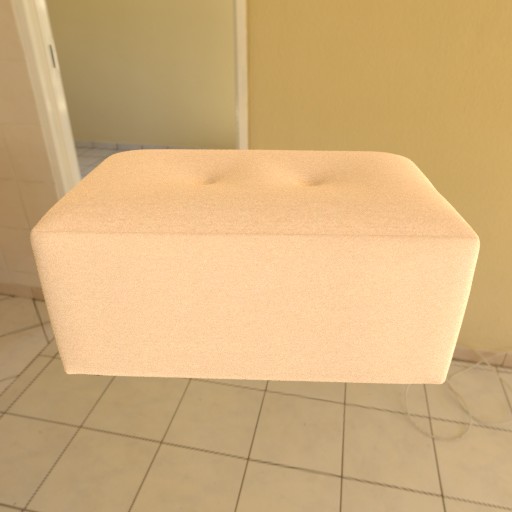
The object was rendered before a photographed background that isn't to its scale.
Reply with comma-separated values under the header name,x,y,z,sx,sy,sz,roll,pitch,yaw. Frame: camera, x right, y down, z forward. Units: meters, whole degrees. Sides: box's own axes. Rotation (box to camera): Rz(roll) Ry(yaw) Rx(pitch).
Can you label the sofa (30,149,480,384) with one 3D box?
name,x,y,z,sx,sy,sz,roll,pitch,yaw
sofa,0.000,0.000,1.168,0.930,0.470,0.480,1,29,2
